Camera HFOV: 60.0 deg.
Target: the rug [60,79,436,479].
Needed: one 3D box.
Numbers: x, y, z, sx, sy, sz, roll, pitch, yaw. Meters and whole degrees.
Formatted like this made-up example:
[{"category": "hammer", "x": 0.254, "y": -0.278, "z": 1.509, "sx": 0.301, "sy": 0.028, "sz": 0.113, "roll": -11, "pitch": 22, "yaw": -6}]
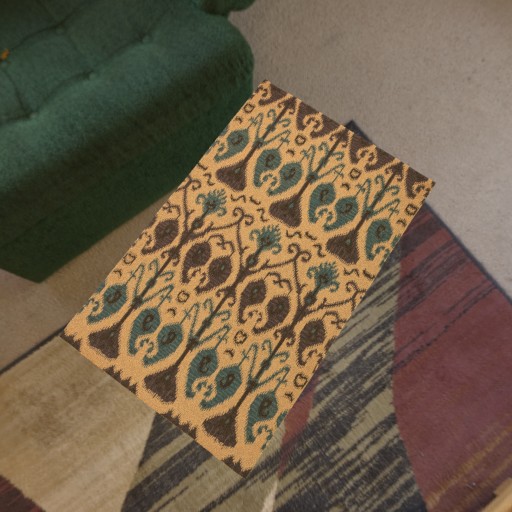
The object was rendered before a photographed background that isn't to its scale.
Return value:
[{"category": "rug", "x": 0.000, "y": 0.000, "z": 2.172, "sx": 1.072, "sy": 0.013, "sz": 1.698, "roll": 34, "pitch": 78, "yaw": 8}]
